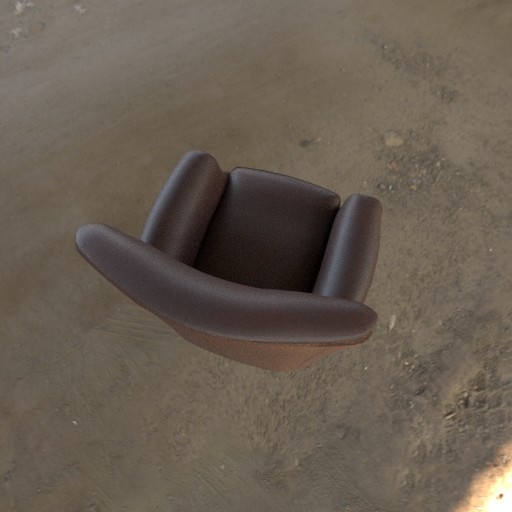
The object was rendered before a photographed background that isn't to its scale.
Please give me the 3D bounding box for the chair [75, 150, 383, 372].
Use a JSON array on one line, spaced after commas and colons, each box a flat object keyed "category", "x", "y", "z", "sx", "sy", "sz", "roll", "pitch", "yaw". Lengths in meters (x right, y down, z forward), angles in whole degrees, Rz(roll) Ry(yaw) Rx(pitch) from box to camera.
[{"category": "chair", "x": 0.000, "y": 0.000, "z": 1.367, "sx": 0.700, "sy": 0.800, "sz": 0.746, "roll": 17, "pitch": 65, "yaw": 8}]
